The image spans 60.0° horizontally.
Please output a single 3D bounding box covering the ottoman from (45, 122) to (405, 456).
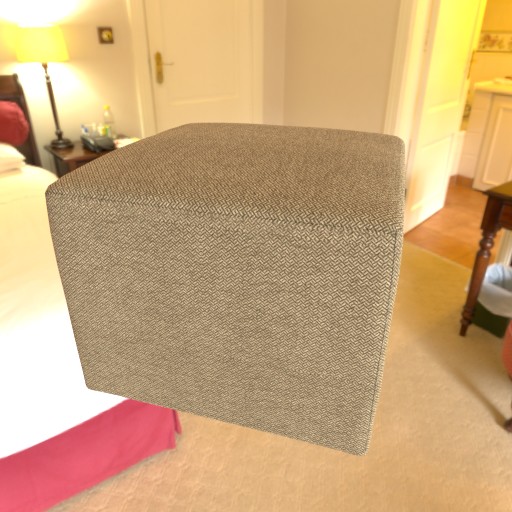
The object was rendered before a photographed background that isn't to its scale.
[{"bbox_3d":[0.000,0.000,0.875,0.519,0.453,0.512,8,28,15],"label":"ottoman"}]
